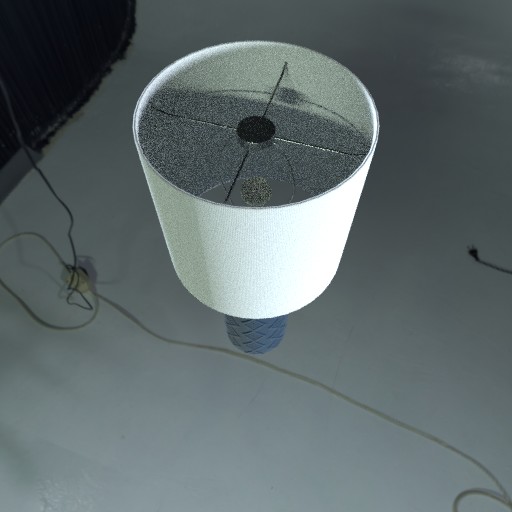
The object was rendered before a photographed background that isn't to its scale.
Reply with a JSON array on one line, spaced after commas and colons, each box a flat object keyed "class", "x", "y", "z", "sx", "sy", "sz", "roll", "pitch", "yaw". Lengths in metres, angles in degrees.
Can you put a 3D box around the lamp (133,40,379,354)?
[{"class": "lamp", "x": 0.000, "y": 0.000, "z": 0.571, "sx": 0.207, "sy": 0.461, "sz": 0.207, "roll": 15, "pitch": 59, "yaw": 9}]
